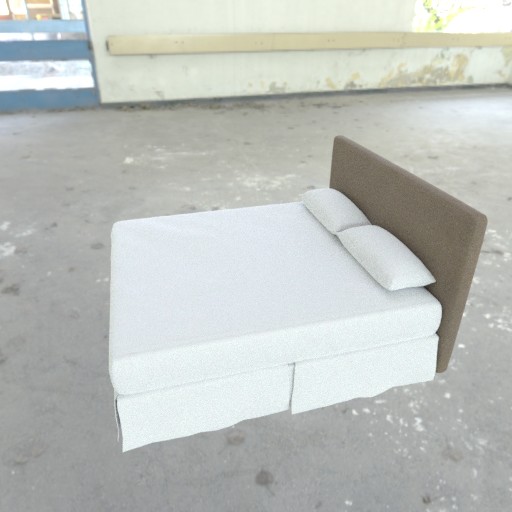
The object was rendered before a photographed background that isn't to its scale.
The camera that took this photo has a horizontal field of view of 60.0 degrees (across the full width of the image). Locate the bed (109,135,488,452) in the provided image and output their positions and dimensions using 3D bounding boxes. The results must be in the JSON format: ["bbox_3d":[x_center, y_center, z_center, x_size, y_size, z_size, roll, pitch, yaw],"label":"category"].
[{"bbox_3d":[0.000,0.000,3.523,2.341,1.317,2.119,-8,30,-13],"label":"bed"}]
